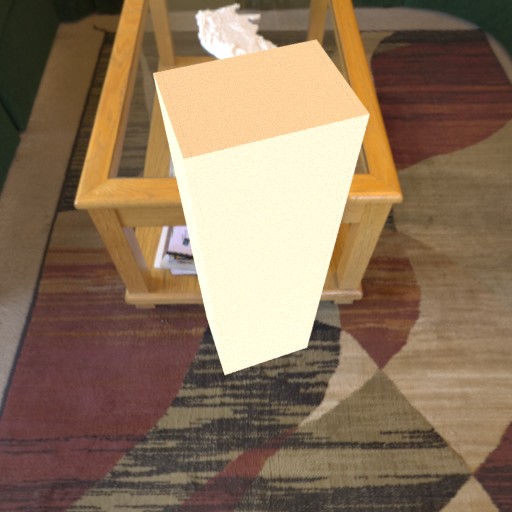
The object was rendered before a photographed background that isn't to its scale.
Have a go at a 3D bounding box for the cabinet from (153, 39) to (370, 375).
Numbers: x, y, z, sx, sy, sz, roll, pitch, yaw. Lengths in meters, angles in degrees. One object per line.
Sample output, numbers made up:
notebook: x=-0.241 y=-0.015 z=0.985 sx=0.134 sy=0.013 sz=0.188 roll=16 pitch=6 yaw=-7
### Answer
cabinet: x=0.000 y=0.000 z=1.537 sx=0.400 sy=1.350 sz=0.300 roll=-16 pitch=59 yaw=-10
